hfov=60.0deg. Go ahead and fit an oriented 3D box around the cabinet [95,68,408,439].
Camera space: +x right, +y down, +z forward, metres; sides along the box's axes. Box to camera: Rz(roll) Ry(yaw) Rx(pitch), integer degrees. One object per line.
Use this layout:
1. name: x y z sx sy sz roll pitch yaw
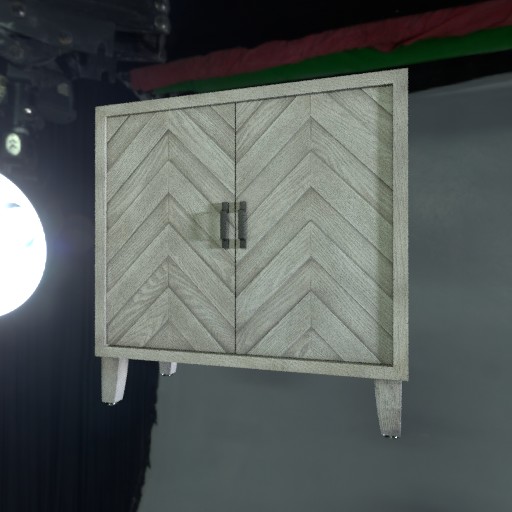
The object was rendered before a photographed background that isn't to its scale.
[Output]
1. cabinet: 0.000 0.000 1.213 0.781 0.787 0.370 0 0 18
